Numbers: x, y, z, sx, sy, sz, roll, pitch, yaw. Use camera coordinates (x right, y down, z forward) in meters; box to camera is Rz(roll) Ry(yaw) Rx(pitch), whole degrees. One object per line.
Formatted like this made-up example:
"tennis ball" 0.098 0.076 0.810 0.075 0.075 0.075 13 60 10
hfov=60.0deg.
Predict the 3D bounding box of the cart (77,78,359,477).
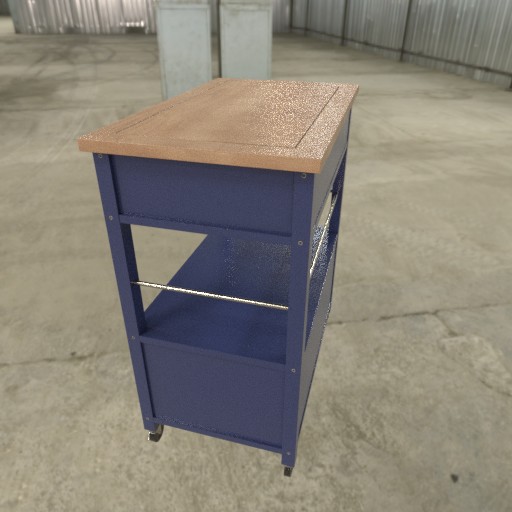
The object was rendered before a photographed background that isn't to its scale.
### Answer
"cart" 0.000 0.000 1.345 0.459 0.901 0.840 8 31 14
